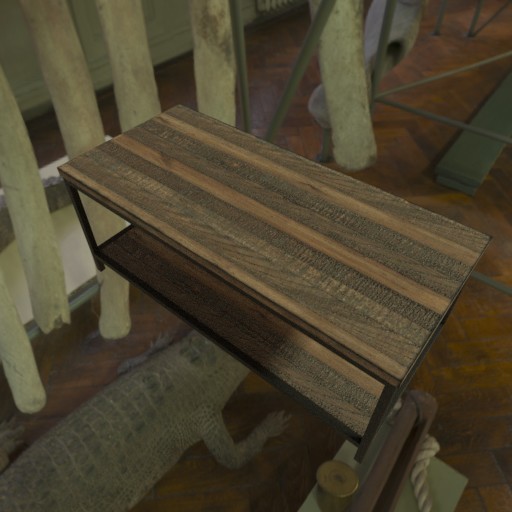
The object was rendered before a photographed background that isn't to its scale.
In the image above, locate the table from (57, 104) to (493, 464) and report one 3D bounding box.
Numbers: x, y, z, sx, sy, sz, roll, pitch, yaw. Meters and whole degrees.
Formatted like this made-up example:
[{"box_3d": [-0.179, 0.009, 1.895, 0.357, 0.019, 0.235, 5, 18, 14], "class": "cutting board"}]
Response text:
[{"box_3d": [0.000, 0.000, 1.223, 0.990, 0.399, 0.452, 30, 53, 26], "class": "table"}]
